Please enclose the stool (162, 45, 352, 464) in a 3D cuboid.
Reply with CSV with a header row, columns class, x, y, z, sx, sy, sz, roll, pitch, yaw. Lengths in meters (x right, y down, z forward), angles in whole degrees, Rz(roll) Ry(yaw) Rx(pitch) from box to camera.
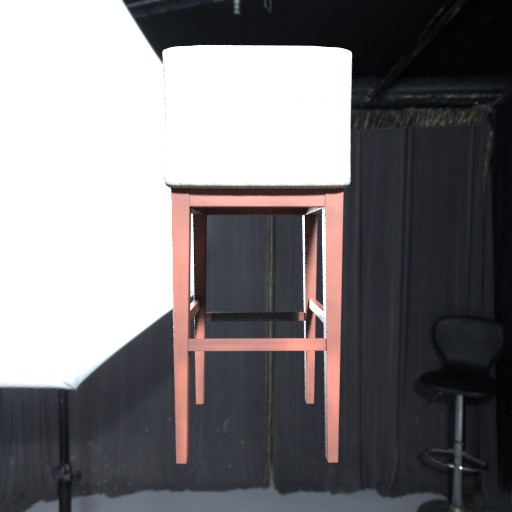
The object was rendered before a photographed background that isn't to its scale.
class,x,y,z,sx,sy,sz,roll,pitch,yaw
stool,0.000,0.000,1.230,0.426,0.965,0.499,0,1,-1
